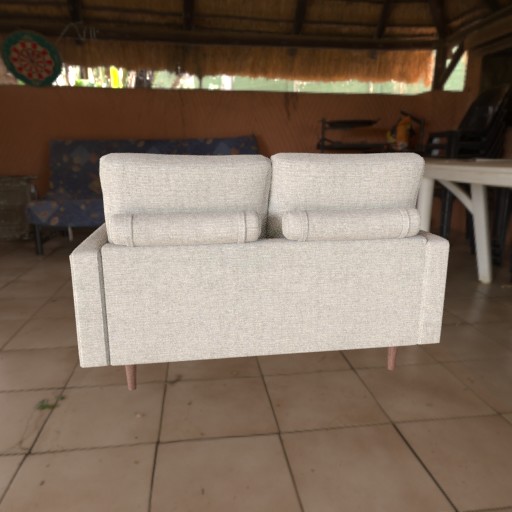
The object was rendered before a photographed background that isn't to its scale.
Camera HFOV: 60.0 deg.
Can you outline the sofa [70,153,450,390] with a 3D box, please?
[{"bbox_3d":[0.000,0.000,1.999,1.407,0.907,0.842,-2,13,-9],"label":"sofa"}]
